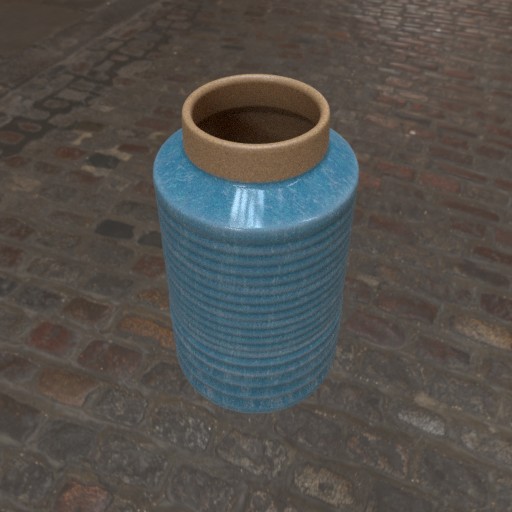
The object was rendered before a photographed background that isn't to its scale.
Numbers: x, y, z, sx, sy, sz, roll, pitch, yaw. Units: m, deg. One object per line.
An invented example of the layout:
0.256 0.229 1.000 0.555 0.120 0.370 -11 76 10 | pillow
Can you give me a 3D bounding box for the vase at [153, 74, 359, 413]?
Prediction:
0.000 0.000 0.367 0.163 0.267 0.163 0 47 0 | vase
